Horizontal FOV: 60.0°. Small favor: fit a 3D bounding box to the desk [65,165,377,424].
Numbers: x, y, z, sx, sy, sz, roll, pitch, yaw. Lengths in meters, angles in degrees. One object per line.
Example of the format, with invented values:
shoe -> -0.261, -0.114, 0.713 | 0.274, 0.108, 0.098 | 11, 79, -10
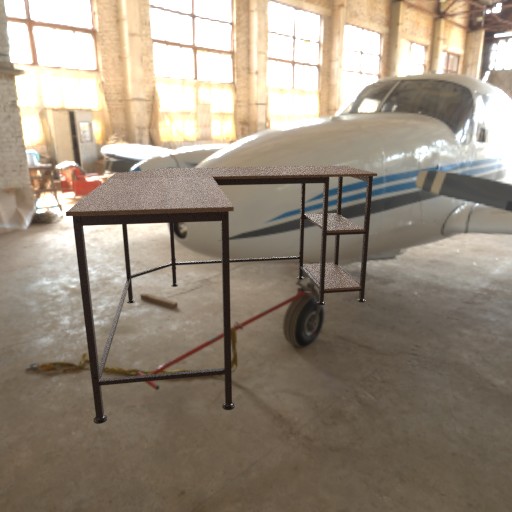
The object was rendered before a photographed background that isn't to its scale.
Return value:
desk -> 0.000, 0.000, 2.176 | 1.379, 0.739, 1.379 | -3, 17, -9
